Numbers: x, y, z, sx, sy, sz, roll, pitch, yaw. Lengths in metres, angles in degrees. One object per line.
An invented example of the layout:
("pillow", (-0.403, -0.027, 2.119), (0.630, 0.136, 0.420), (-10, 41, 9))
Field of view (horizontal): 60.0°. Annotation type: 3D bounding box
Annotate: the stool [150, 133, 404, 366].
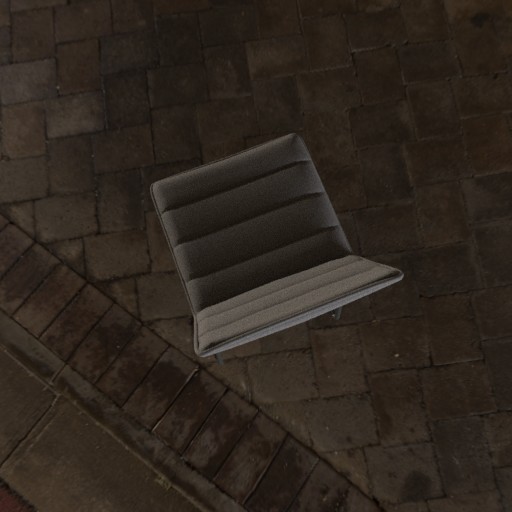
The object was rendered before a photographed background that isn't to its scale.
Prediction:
("stool", (0.000, 0.000, 1.258), (0.490, 0.960, 0.490), (-21, 78, -5))
